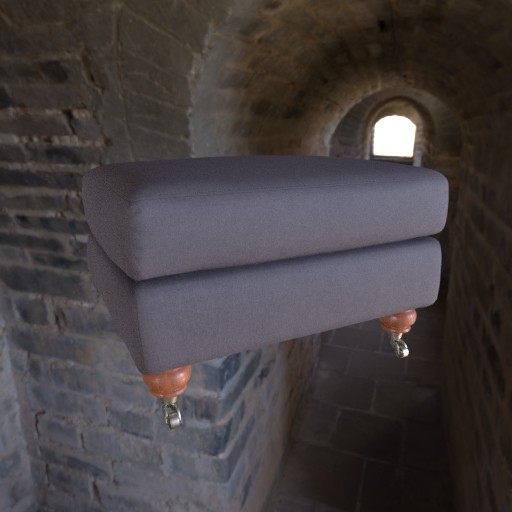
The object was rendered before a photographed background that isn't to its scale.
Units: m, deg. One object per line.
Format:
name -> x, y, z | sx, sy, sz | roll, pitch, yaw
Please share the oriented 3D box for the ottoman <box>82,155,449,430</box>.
ottoman -> 0.000, 0.000, 1.148 | 0.773, 0.497, 0.574 | -8, 18, -26
